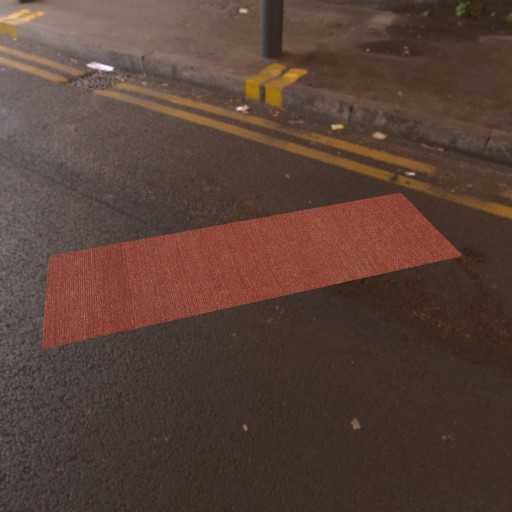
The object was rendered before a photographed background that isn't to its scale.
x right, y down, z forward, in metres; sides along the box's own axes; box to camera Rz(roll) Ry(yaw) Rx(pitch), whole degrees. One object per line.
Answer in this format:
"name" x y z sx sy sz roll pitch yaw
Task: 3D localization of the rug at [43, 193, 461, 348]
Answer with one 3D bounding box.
"rug" 0.000 0.000 2.581 2.307 0.012 0.687 -11 43 -12
